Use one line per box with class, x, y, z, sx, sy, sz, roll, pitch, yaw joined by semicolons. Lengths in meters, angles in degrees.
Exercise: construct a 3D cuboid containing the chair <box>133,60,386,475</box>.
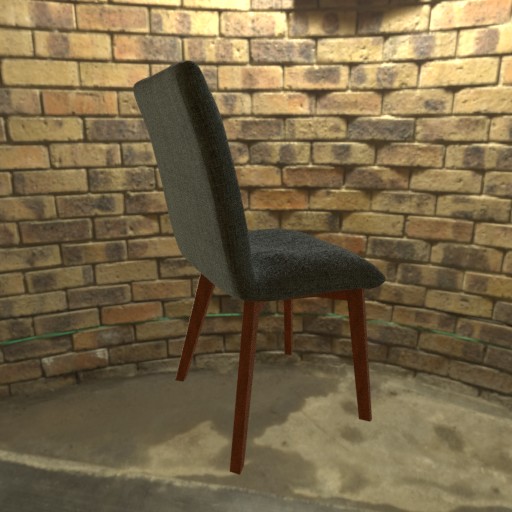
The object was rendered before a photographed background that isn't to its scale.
chair;0.000;0.000;1.282;0.563;0.974;0.522;-8;18;-26
